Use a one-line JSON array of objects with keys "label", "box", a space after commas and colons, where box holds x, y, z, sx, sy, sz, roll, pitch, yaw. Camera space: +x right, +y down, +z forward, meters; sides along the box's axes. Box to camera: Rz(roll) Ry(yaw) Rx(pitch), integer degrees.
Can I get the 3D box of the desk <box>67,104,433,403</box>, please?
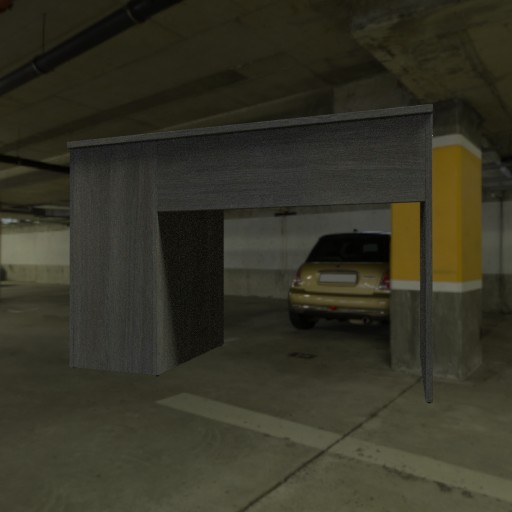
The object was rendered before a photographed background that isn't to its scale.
[{"label": "desk", "box": [0.000, 0.000, 1.510, 1.096, 0.730, 0.560, 0, 0, 19]}]
